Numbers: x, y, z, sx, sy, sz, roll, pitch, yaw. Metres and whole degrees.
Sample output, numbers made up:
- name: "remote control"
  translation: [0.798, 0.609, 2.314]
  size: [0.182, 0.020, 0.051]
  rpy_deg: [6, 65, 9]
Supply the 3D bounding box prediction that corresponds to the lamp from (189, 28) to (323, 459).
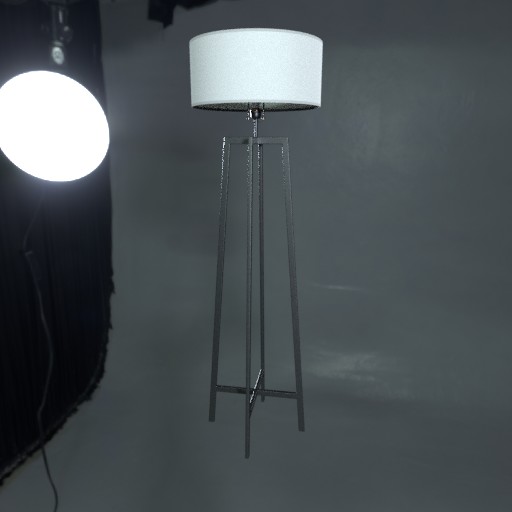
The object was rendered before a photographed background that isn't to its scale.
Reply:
- name: "lamp"
  translation: [0.000, 0.000, 1.722]
  size: [0.457, 1.510, 0.456]
  rpy_deg: [2, 15, 9]
